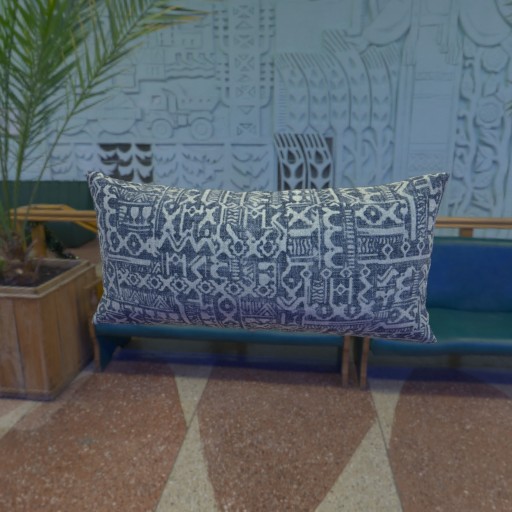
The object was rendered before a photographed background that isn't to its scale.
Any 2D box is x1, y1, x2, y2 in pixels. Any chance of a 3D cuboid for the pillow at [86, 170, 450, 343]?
[{"bbox_3d":[0.000,0.000,0.771,0.631,0.292,0.148,2,15,7],"label":"pillow"}]
